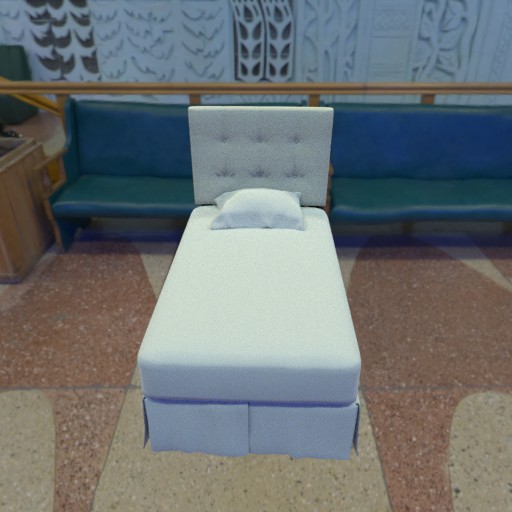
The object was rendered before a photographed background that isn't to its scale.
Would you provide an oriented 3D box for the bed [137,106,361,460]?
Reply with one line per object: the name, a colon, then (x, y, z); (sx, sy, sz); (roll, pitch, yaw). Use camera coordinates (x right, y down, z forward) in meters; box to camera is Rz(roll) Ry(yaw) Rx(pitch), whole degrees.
bed: (0.000, 0.000, 3.028); (1.261, 1.571, 1.997); (1, 31, 2)
